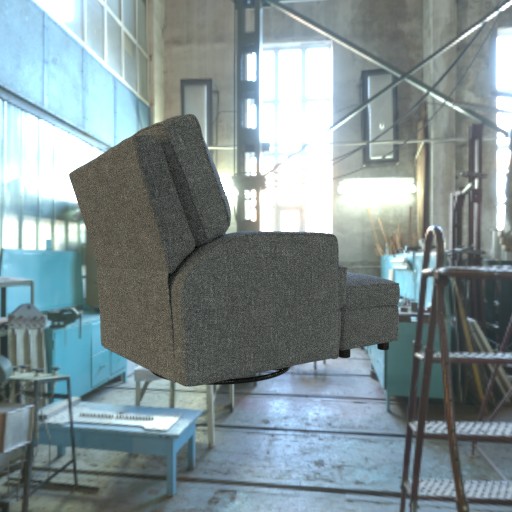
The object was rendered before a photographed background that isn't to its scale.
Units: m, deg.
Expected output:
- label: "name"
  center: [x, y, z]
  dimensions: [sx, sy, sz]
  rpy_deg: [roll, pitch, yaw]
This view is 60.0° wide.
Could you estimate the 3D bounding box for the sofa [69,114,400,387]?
- label: "sofa"
  center: [0.000, 0.000, 2.058]
  dimensions: [1.472, 0.959, 0.861]
  rpy_deg: [0, 0, -37]
